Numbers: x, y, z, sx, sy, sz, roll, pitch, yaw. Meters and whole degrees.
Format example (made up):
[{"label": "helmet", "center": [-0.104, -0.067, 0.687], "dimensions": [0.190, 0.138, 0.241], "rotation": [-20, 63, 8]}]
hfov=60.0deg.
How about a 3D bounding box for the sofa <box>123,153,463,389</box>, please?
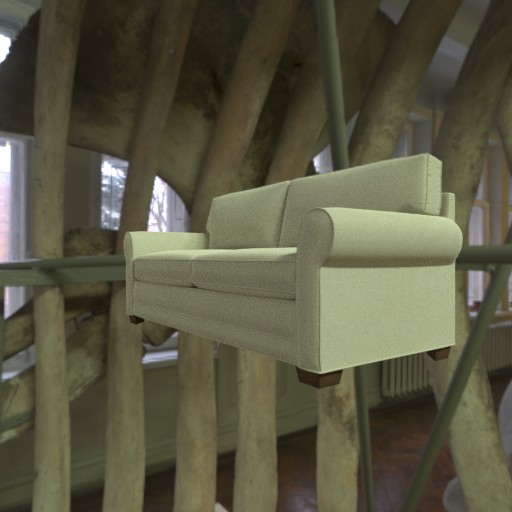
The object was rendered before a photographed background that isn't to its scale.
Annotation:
[{"label": "sofa", "center": [0.000, 0.000, 2.636], "dimensions": [0.901, 0.962, 2.146], "rotation": [0, 0, -36]}]
